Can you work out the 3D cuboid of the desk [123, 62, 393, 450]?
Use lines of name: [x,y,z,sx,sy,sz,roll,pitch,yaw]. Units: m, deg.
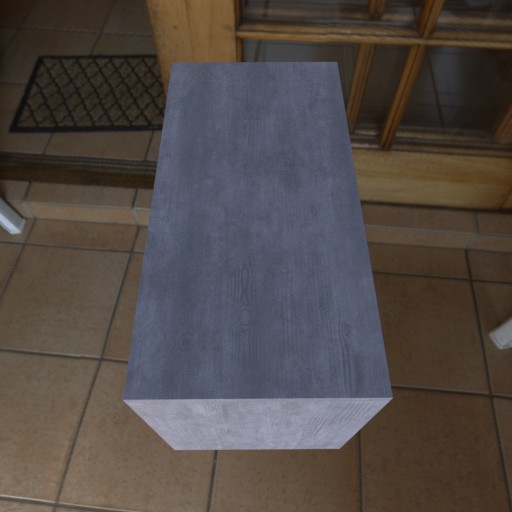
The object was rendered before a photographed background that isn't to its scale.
desk: [0.000,0.000,1.613,0.600,0.740,1.200,0,58,0]
